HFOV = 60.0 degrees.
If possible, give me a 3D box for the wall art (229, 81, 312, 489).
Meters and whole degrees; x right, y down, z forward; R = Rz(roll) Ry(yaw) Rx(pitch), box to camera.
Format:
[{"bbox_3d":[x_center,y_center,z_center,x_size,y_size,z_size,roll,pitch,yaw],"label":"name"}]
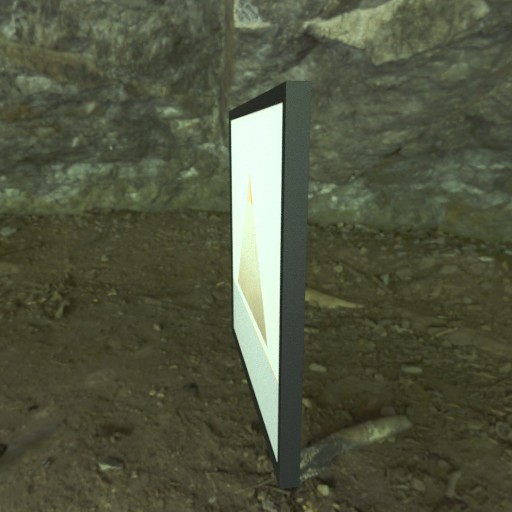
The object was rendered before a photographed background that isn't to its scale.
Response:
[{"bbox_3d":[0.000,0.000,0.773,0.028,0.511,0.513,-3,15,-10],"label":"wall art"}]
